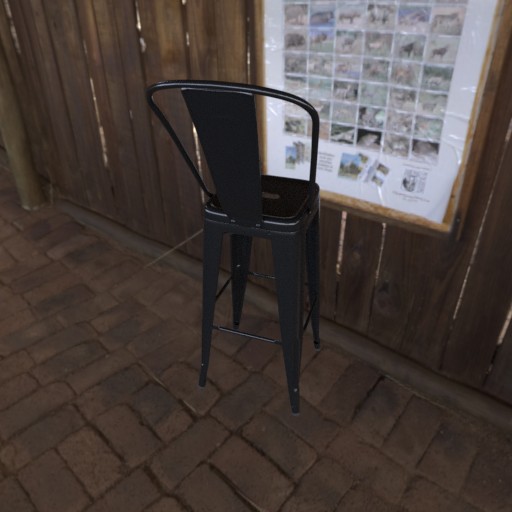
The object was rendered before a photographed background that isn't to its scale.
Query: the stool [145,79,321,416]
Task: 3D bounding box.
[{"bbox_3d":[0.000,0.000,1.355,0.399,1.096,0.513,11,33,16],"label":"stool"}]
